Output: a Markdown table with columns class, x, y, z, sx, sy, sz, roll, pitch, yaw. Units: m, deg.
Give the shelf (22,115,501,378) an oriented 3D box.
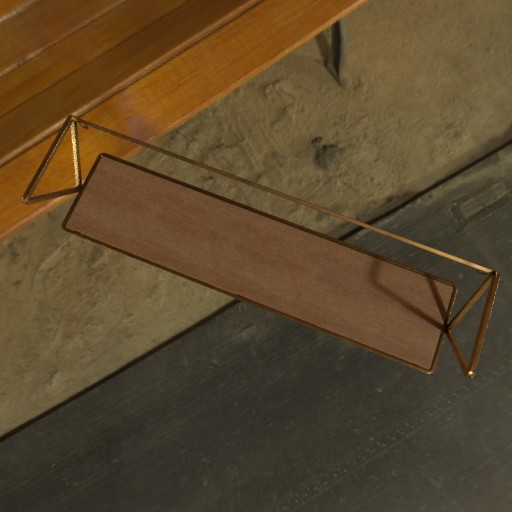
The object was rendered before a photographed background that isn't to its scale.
| class | x | y | z | sx | sy | sz | roll | pitch | yaw |
| --- | --- | --- | --- | --- | --- | --- | --- | --- | --- |
| shelf | 0.000 | 0.000 | 0.713 | 0.645 | 0.229 | 0.150 | 21 | 76 | 5 |
